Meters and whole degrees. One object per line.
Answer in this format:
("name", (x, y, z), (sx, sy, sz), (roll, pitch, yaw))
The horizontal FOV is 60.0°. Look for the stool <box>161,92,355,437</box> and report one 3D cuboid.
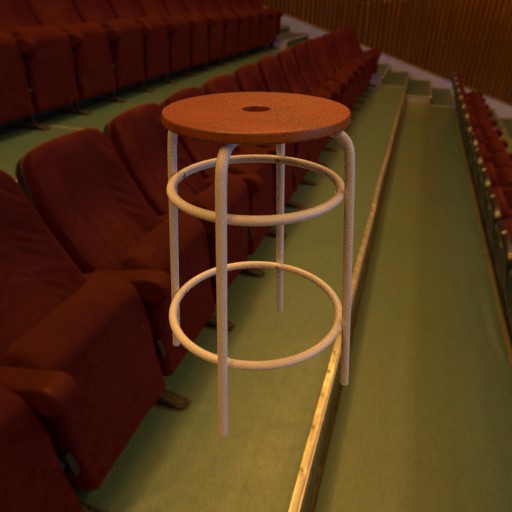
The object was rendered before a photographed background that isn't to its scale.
("stool", (0.000, 0.000, 0.946), (0.455, 0.610, 0.455), (9, 31, 16))
